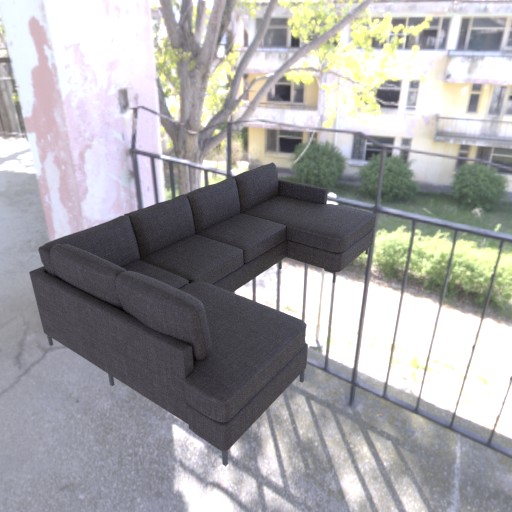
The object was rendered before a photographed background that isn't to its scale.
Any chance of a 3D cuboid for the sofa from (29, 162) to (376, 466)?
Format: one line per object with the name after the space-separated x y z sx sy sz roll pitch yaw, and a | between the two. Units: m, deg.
0.000 0.000 4.295 2.048 0.999 3.423 18 31 32 | sofa
